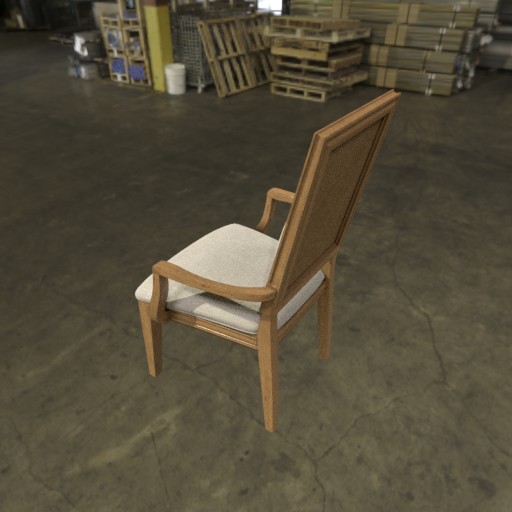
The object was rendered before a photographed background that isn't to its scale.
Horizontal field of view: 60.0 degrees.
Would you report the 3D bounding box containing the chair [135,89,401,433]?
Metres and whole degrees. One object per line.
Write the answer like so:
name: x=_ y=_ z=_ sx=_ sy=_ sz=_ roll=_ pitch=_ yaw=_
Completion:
chair: x=0.000 y=0.000 z=1.381 sx=0.602 sy=0.990 sz=0.606 roll=21 pitch=39 yaw=28
